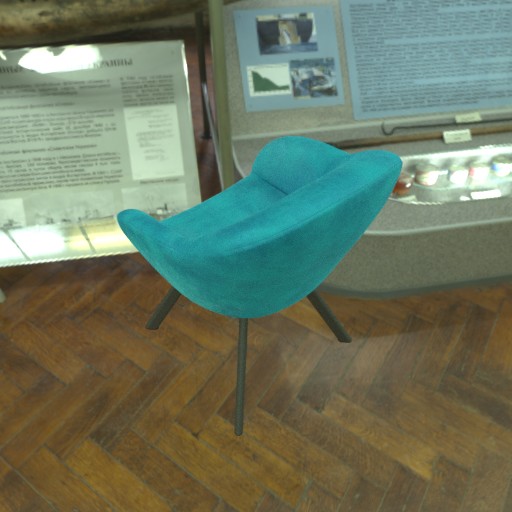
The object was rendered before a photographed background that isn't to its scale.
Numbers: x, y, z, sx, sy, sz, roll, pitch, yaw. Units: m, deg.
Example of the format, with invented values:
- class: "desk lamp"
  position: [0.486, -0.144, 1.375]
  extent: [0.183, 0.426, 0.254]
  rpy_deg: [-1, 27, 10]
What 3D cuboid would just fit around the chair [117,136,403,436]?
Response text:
- class: "chair"
  position: [0.000, 0.000, 1.176]
  extent: [0.550, 0.795, 0.590]
  rpy_deg: [-32, 53, -28]
